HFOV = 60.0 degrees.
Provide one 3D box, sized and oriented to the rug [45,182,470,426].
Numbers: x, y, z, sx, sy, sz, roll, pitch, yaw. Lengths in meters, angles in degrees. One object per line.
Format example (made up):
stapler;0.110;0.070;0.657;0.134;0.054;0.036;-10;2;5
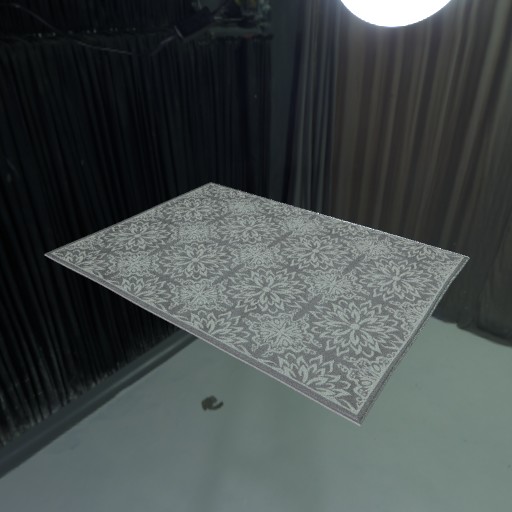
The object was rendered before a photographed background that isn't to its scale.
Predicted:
rug;0.000;0.000;2.848;2.213;0.014;1.608;21;36;31
